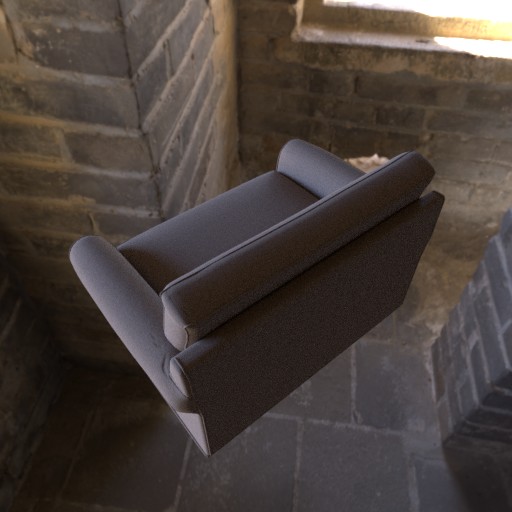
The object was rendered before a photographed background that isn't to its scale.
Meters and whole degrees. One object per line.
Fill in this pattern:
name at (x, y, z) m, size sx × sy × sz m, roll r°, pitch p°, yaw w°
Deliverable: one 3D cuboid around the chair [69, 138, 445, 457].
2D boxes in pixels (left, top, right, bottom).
chair at (0.000, 0.000, 2.012) m, size 1.390 × 0.930 × 0.930 m, roll -30°, pitch 53°, yaw -26°
